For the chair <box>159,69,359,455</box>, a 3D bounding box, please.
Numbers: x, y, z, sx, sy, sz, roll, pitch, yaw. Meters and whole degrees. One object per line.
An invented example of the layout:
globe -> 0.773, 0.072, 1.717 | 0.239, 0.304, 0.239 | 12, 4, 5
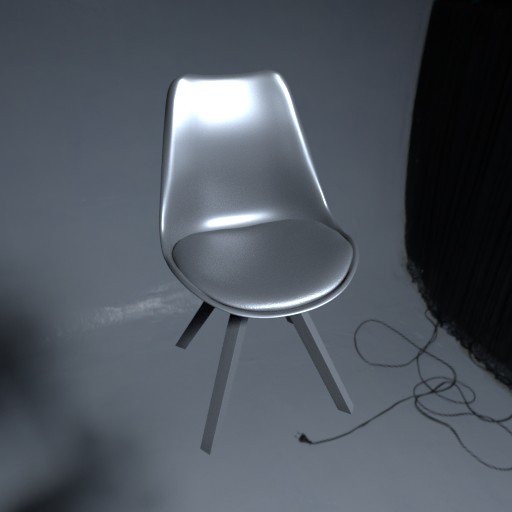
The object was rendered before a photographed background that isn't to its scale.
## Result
chair -> 0.000, 0.000, 1.187 | 0.485, 0.850, 0.530 | -10, 33, -15
